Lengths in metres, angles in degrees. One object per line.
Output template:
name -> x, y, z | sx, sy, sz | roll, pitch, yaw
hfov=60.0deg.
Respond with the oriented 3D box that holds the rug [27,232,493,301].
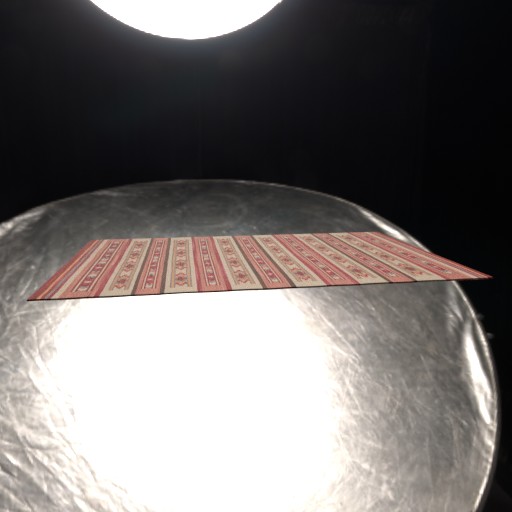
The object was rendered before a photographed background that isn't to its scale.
rug -> 0.000, 0.000, 3.004 | 2.431, 0.010, 1.535 | -2, 13, -9
